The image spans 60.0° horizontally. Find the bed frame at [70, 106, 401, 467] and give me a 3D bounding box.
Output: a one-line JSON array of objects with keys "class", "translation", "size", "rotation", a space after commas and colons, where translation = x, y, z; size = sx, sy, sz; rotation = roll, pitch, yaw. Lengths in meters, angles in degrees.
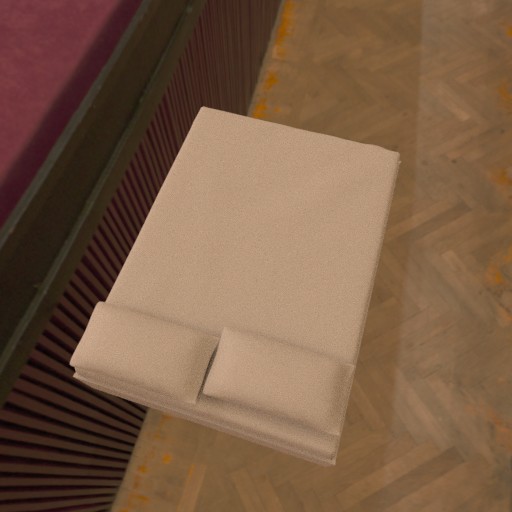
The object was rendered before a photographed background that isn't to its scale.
[{"class": "bed frame", "translation": [0.000, 0.000, 2.676], "size": [1.450, 0.629, 1.950], "rotation": [16, 64, 8]}]
